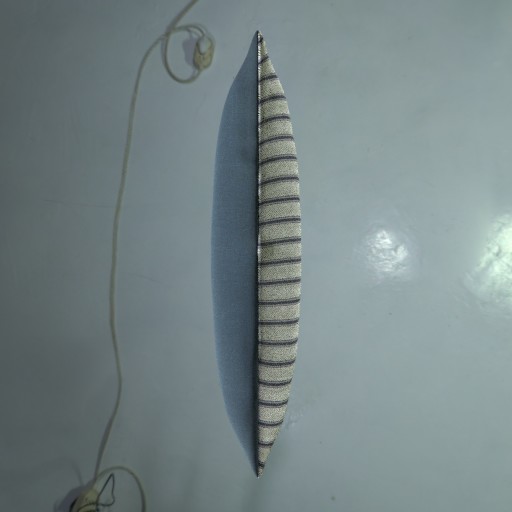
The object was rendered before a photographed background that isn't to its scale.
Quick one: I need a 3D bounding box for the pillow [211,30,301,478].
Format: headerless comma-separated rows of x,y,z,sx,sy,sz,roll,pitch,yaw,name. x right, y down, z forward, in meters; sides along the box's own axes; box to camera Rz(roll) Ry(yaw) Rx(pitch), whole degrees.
0.000,0.000,0.746,0.151,0.305,0.609,0,92,0,pillow
